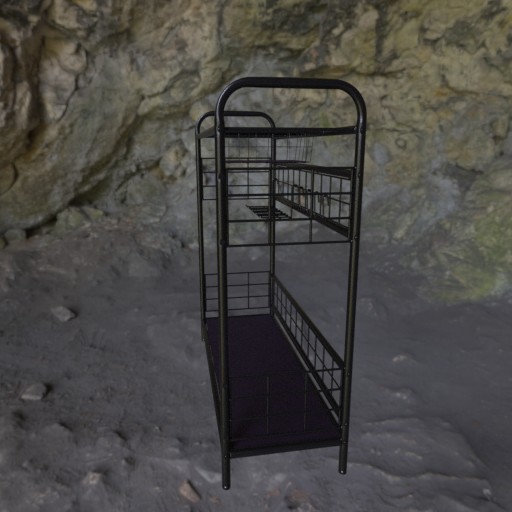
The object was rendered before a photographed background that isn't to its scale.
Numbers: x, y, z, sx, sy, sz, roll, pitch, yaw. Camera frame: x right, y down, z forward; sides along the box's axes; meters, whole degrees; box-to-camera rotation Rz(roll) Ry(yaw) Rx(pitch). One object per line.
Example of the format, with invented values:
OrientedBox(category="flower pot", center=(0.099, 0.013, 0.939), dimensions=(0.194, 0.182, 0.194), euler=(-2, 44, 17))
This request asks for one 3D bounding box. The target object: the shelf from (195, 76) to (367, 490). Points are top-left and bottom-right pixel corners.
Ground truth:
OrientedBox(category="shelf", center=(0.000, 0.000, 1.532), dimensions=(0.350, 1.026, 0.961), euler=(-2, 14, -10))
